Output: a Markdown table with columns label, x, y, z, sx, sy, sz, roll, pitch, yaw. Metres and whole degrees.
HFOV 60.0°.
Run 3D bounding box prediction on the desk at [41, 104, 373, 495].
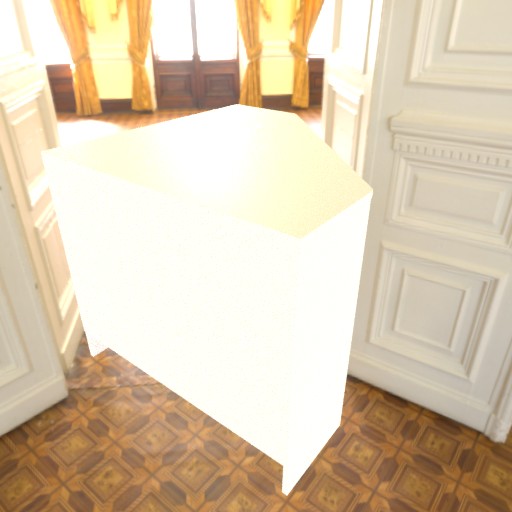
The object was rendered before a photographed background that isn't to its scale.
| label | x | y | z | sx | sy | sz | roll | pitch | yaw |
| --- | --- | --- | --- | --- | --- | --- | --- | --- | --- |
| desk | 0.000 | 0.000 | 1.617 | 0.940 | 0.818 | 0.926 | 21 | 36 | 32 |
